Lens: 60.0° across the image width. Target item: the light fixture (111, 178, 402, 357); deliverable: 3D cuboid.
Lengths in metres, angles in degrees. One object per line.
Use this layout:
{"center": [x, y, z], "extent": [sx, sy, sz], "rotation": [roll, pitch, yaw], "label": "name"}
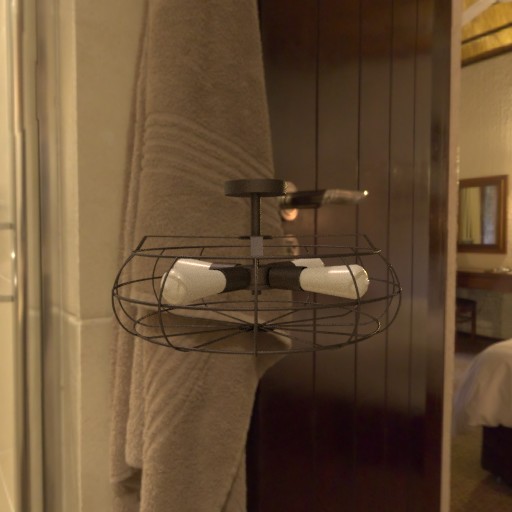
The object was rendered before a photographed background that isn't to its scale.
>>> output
{"center": [0.000, 0.000, 0.931], "extent": [0.582, 0.311, 0.582], "rotation": [0, 2, 0], "label": "light fixture"}
